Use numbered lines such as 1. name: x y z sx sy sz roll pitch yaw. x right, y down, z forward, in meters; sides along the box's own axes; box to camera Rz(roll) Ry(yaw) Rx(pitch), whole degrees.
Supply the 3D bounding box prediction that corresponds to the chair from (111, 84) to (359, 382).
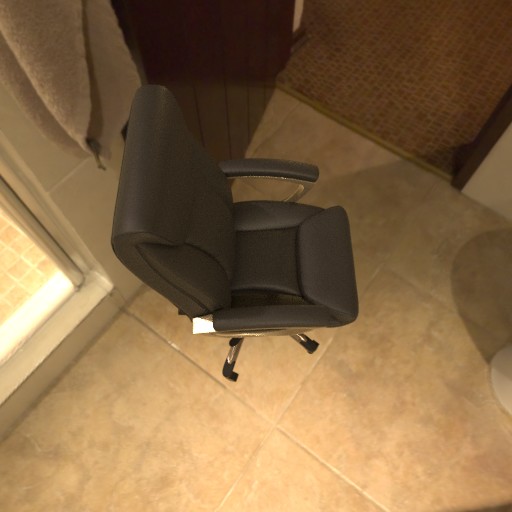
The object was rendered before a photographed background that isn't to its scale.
1. chair: 0.000 0.000 1.620 0.748 1.188 0.694 0 64 0
